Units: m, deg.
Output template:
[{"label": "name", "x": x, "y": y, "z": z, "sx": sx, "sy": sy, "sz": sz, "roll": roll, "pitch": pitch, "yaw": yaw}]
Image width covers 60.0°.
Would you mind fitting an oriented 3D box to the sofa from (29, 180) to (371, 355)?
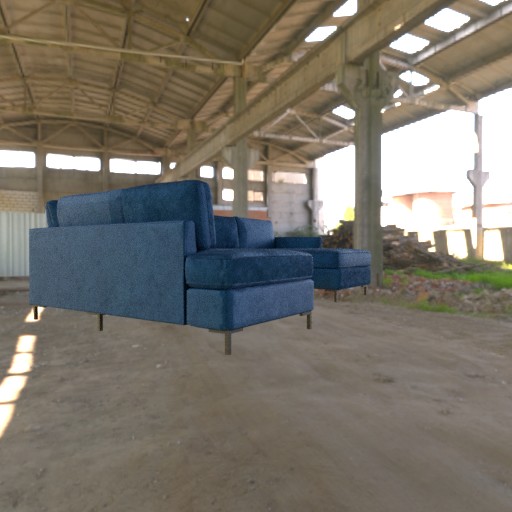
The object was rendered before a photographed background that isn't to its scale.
[{"label": "sofa", "x": 0.000, "y": 0.000, "z": 4.315, "sx": 2.055, "sy": 0.992, "sz": 3.434, "roll": 1, "pitch": 1, "yaw": 35}]
